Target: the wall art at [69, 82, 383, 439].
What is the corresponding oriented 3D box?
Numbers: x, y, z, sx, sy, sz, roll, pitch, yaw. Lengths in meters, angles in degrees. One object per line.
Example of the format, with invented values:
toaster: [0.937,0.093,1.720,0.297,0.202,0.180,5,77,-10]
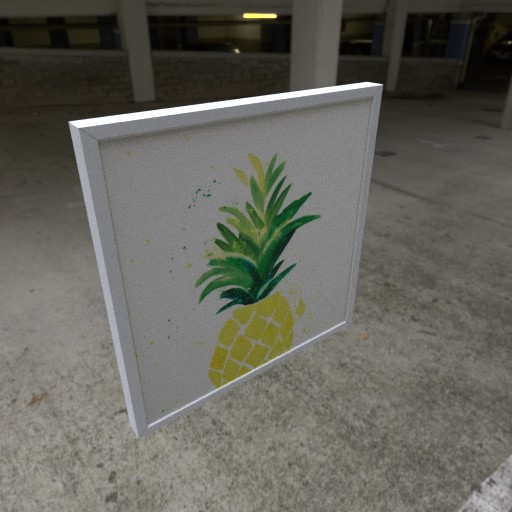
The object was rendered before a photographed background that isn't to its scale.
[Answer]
wall art: [0.000,0.000,0.751,0.508,0.507,0.035,-20,35,-31]
